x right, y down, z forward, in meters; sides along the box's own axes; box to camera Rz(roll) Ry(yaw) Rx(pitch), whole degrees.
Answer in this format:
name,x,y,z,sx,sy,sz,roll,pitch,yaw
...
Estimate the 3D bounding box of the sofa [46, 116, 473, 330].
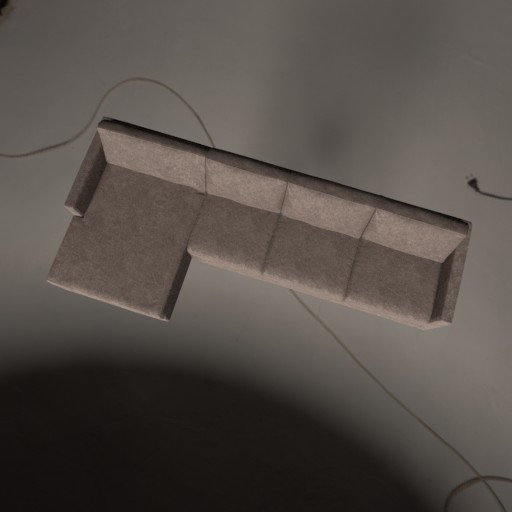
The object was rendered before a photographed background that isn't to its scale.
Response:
name,x,y,z,sx,sy,sz,roll,pitch,yaw
sofa,0.000,0.000,4.033,3.471,0.954,1.606,17,77,4
